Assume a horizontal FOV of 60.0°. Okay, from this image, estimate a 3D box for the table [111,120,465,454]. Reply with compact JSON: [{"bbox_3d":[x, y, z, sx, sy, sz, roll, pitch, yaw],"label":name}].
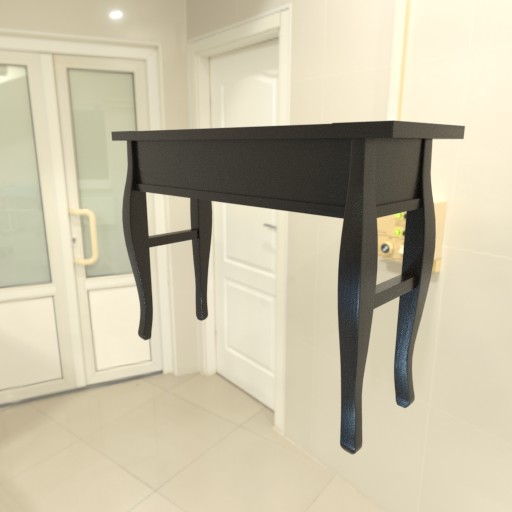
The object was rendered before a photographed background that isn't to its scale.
[{"bbox_3d":[0.000,0.000,1.397,1.062,0.768,0.373,13,19,43],"label":"table"}]
